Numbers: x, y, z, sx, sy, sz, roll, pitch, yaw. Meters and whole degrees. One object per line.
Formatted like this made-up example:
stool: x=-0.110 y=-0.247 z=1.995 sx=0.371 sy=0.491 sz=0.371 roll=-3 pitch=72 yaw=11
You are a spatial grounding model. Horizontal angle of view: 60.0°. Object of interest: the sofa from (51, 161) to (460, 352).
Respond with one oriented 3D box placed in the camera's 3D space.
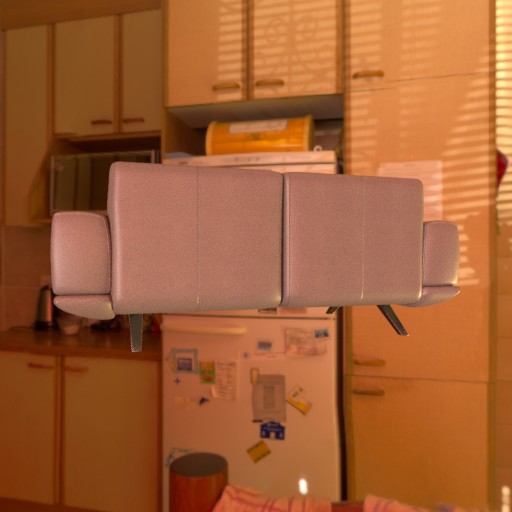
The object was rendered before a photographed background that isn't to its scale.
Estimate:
sofa: x=0.000 y=0.000 z=2.375 sx=1.901 sy=0.772 sz=0.900 roll=0 pitch=0 yaw=-17
